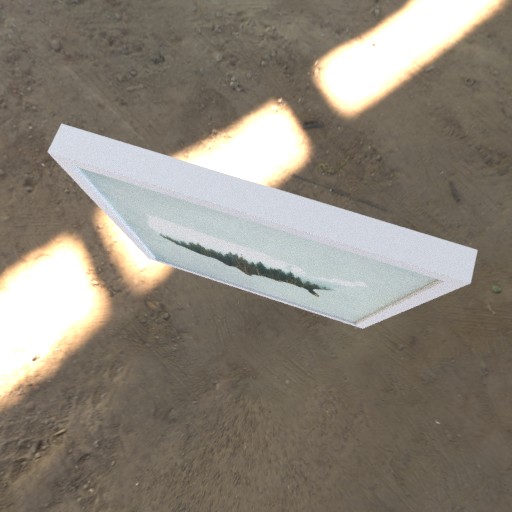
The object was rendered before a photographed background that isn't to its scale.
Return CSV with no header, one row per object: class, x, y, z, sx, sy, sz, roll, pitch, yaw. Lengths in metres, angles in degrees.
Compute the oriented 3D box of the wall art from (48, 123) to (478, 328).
wall art,0.000,0.000,0.453,0.304,0.304,0.024,18,76,5
